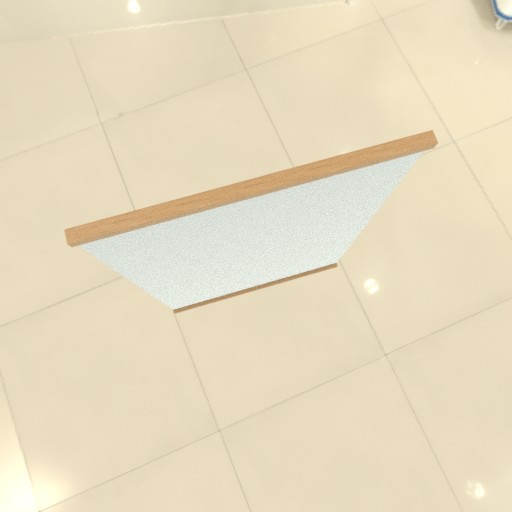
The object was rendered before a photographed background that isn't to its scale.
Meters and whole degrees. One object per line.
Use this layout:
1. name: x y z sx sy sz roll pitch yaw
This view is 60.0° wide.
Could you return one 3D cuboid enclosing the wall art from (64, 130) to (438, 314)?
1. wall art: 0.000 0.000 0.633 0.335 0.510 0.013 -16 77 -4
